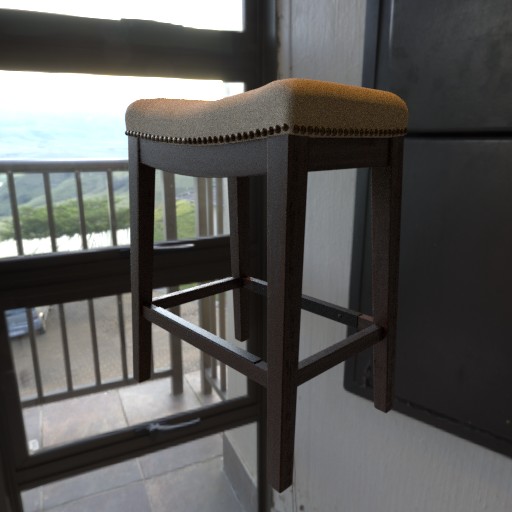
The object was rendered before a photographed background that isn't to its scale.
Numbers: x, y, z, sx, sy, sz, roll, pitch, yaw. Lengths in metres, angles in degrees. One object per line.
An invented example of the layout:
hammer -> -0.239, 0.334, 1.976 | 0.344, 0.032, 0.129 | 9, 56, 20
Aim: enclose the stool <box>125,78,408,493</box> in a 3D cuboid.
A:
stool -> 0.000, 0.000, 0.958 | 0.363, 0.669, 0.509 | -13, 20, -41
